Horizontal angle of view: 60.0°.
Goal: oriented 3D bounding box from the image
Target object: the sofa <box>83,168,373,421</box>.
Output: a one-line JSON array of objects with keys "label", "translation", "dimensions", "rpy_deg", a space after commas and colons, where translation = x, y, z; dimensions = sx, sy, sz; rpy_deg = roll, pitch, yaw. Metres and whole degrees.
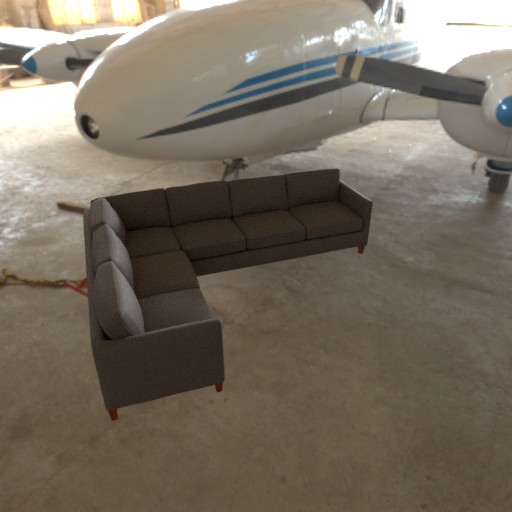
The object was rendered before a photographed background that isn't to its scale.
[{"label": "sofa", "translation": [0.000, 0.000, 4.627], "dimensions": [3.302, 0.947, 2.593], "rpy_deg": [-10, 31, -17]}]
